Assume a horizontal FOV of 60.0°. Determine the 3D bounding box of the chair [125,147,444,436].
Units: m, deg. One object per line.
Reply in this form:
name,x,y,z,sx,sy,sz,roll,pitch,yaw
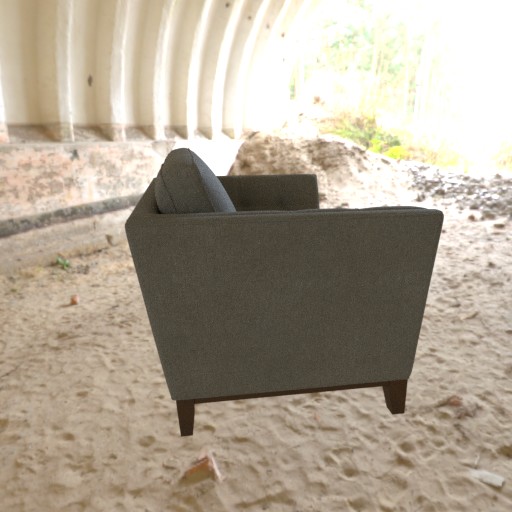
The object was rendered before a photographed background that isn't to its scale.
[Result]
chair,0.000,0.000,2.030,0.965,0.942,1.396,-2,15,-9
